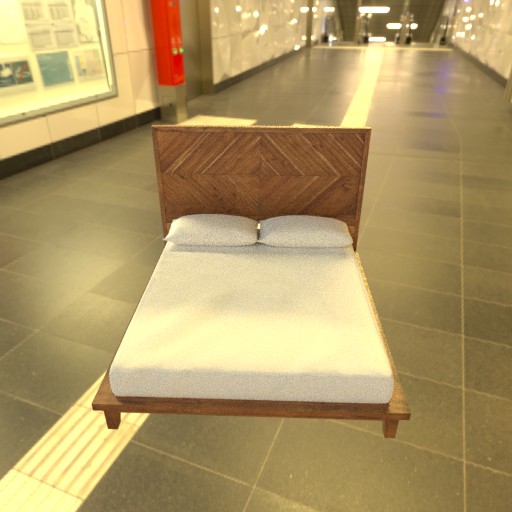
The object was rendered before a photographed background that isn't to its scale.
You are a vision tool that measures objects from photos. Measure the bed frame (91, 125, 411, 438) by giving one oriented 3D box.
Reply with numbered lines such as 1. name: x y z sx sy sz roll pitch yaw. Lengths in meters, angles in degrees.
1. bed frame: 0.000 0.000 3.549 2.038 1.537 2.235 1 29 2
